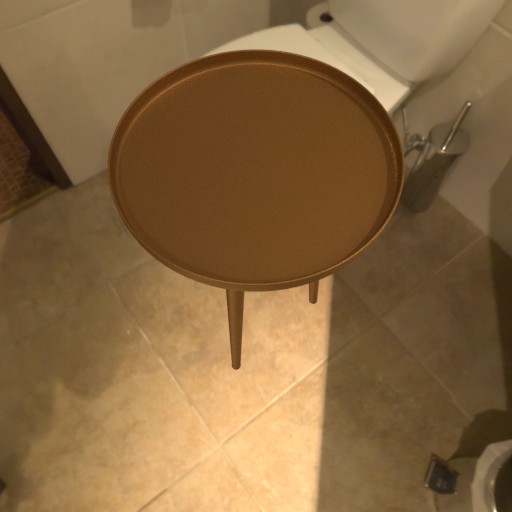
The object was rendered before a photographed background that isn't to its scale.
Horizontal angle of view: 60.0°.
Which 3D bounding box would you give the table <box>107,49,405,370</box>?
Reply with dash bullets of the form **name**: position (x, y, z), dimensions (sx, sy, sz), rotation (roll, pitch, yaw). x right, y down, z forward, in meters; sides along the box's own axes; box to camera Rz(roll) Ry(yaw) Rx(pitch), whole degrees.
- **table**: position (0.000, 0.000, 0.664), dimensions (0.299, 0.480, 0.299), rotation (14, 64, 7)
